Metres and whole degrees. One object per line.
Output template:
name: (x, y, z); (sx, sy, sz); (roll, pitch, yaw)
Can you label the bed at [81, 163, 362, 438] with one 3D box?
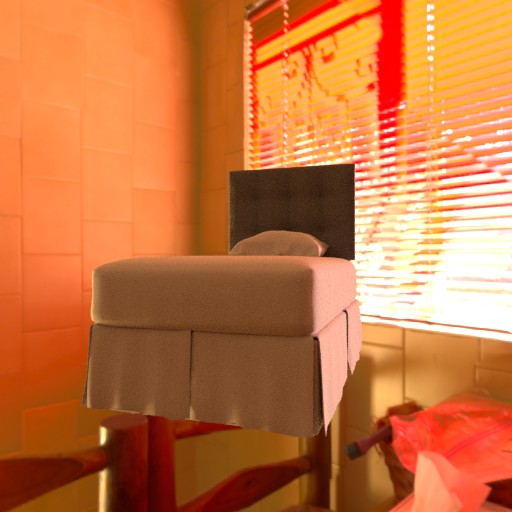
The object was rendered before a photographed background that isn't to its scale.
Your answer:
bed: (0.000, 0.000, 2.989); (1.261, 1.571, 1.997); (0, 0, 18)
